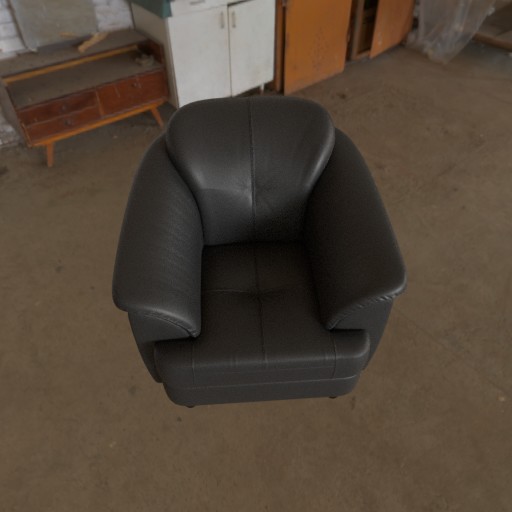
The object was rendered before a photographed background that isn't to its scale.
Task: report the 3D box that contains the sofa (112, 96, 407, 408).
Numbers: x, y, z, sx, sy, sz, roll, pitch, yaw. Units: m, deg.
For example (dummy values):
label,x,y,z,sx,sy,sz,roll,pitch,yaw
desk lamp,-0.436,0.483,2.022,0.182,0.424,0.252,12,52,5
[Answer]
label,x,y,z,sx,sy,sz,roll,pitch,yaw
sofa,0.000,0.000,1.554,0.870,0.811,0.794,-3,46,-3
